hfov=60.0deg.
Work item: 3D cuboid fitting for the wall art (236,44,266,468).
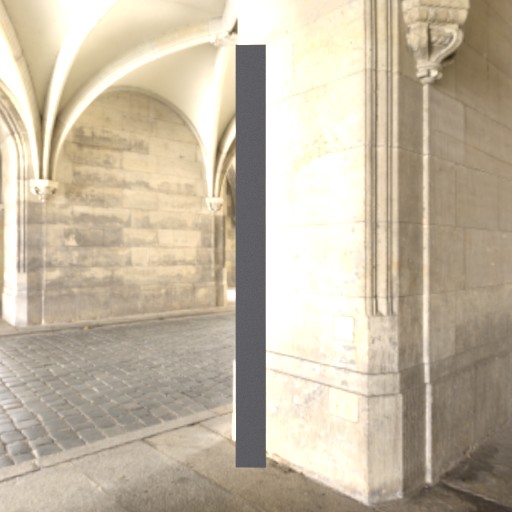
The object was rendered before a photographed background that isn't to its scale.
[{"bbox_3d":[0.000,0.000,0.546,0.024,0.329,0.404,0,0,1],"label":"wall art"}]
